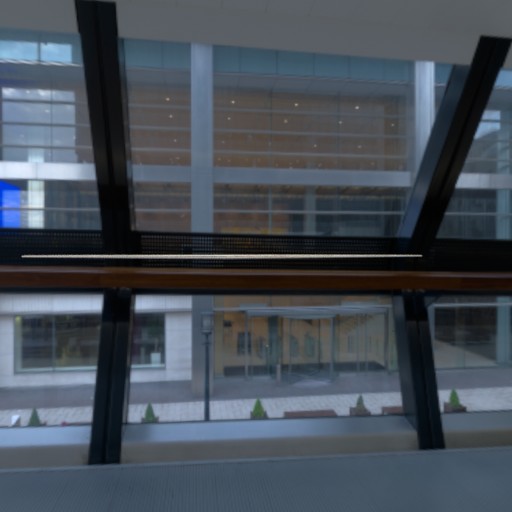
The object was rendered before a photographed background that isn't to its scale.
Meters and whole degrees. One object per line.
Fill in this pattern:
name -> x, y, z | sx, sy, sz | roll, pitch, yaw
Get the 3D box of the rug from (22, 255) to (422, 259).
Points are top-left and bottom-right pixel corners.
rug -> 0.000, 0.000, 3.053 | 1.536, 0.012, 2.431 | 0, 0, 37
